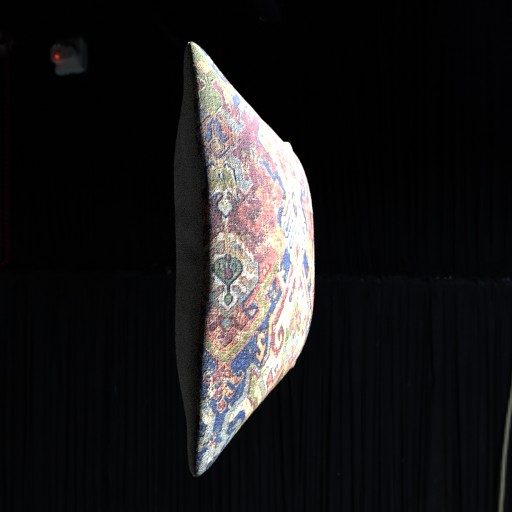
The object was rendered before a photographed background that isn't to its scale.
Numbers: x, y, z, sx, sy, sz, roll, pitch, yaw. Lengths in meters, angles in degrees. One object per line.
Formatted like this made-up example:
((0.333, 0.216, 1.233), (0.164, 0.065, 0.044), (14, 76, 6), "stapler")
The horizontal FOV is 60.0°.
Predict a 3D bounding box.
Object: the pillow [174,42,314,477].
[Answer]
((0.000, 0.000, 0.756), (0.166, 0.506, 0.523), (0, 1, 17), "pillow")
